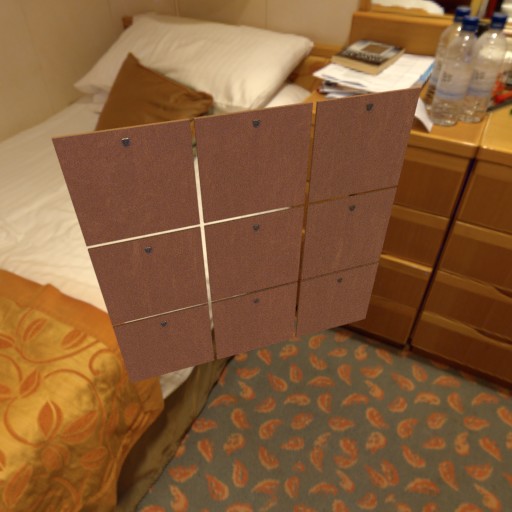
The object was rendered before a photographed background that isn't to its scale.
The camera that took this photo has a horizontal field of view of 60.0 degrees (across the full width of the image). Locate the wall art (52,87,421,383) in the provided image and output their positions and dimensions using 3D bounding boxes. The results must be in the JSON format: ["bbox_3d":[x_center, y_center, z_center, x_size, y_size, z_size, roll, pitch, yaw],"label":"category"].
[{"bbox_3d":[0.000,0.000,2.250,1.526,1.522,0.023,-13,42,-14],"label":"wall art"}]
